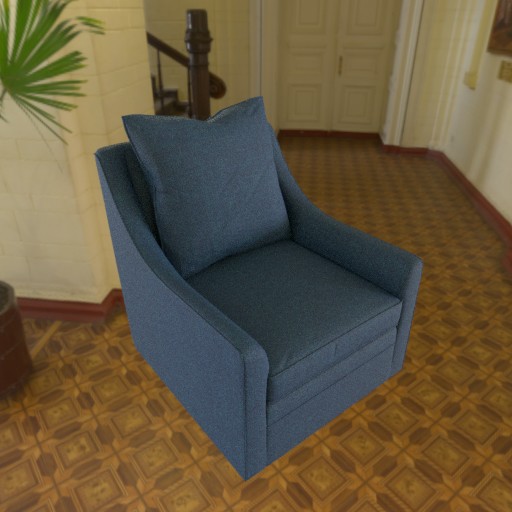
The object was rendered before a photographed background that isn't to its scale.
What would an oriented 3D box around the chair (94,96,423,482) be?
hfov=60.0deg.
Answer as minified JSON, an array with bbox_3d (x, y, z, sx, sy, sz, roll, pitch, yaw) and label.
[{"bbox_3d":[0.000,0.000,1.571,0.750,0.939,0.870,-21,35,-33],"label":"chair"}]
